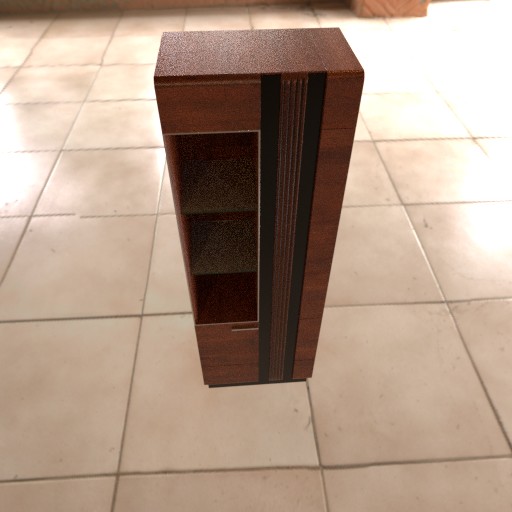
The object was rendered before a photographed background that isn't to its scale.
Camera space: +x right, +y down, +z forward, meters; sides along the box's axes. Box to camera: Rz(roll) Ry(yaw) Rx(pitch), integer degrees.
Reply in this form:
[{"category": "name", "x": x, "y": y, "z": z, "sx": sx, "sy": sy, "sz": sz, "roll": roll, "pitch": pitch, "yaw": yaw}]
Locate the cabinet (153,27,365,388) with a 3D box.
[{"category": "cabinet", "x": 0.000, "y": 0.000, "z": 2.211, "sx": 0.660, "sy": 1.980, "sz": 0.420, "roll": -3, "pitch": 46, "yaw": -3}]
